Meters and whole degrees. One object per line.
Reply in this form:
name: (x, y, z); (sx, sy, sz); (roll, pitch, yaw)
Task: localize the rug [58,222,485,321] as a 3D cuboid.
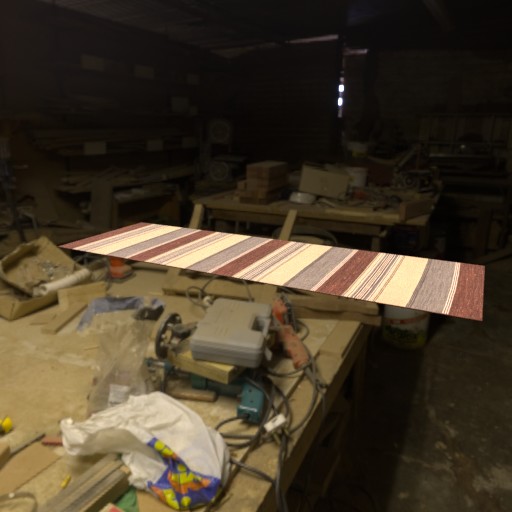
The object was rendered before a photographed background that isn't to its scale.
rug: (0.000, 0.000, 2.645); (2.437, 0.006, 0.792); (8, 19, 26)
